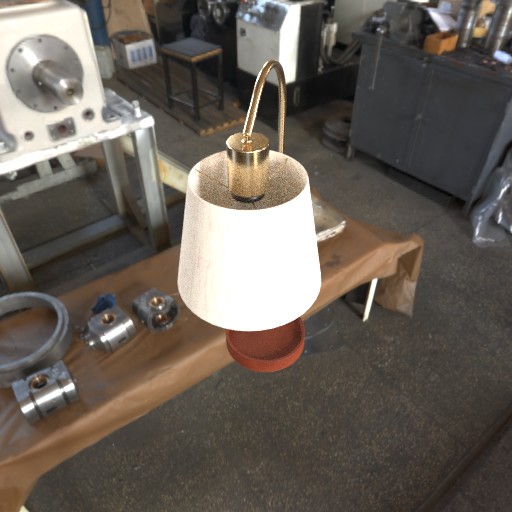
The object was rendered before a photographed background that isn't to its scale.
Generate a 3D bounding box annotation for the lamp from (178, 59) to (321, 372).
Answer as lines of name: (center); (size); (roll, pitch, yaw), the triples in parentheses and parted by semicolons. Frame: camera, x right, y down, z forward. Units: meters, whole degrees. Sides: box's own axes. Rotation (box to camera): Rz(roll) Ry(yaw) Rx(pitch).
lamp: (0.000, 0.000, 0.671); (0.211, 0.536, 0.273); (12, 42, 14)
